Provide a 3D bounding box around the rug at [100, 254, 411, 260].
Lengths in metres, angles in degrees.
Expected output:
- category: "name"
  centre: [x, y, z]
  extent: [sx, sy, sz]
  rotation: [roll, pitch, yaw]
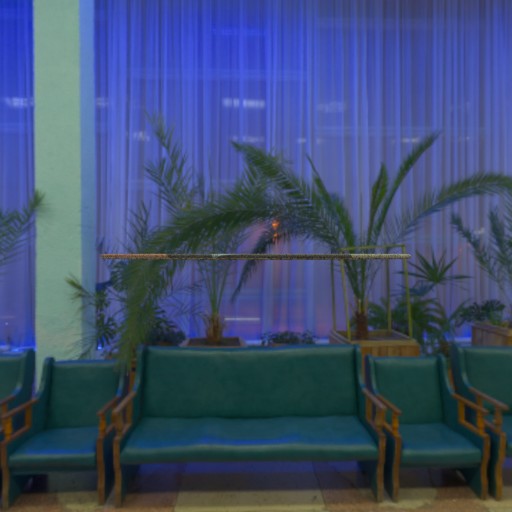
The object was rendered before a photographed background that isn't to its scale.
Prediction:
- category: "rug"
  centre: [0.000, 0.000, 3.707]
  extent: [2.461, 0.033, 2.461]
  rotation: [0, 0, 0]
